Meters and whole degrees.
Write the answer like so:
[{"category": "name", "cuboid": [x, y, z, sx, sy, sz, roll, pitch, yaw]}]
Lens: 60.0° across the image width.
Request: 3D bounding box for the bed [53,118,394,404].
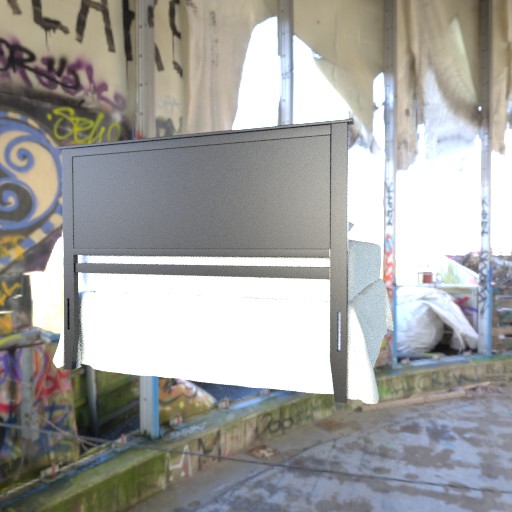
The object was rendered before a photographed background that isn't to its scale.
[{"category": "bed", "cuboid": [0.000, 0.000, 3.193, 1.870, 1.270, 2.050, 0, 1, 20]}]
